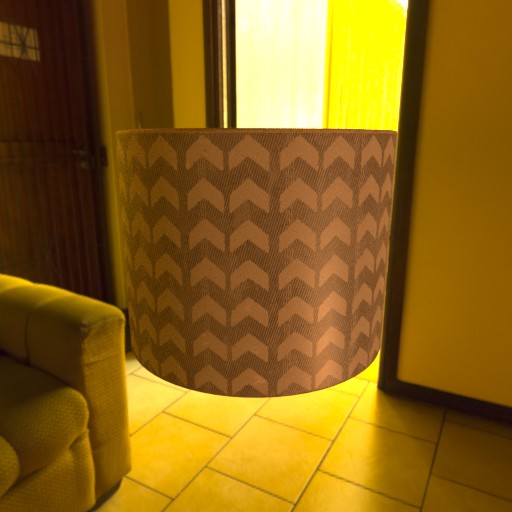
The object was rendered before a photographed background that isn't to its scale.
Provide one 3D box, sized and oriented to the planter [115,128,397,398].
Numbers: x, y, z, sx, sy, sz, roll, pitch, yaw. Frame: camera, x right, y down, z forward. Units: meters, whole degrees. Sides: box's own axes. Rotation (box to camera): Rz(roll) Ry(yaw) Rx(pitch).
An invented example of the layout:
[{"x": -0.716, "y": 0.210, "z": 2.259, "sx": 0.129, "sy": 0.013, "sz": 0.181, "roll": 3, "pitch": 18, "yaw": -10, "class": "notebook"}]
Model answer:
[{"x": 0.000, "y": 0.000, "z": 0.440, "sx": 0.250, "sy": 0.239, "sz": 0.250, "roll": 0, "pitch": 15, "yaw": 0, "class": "planter"}]
